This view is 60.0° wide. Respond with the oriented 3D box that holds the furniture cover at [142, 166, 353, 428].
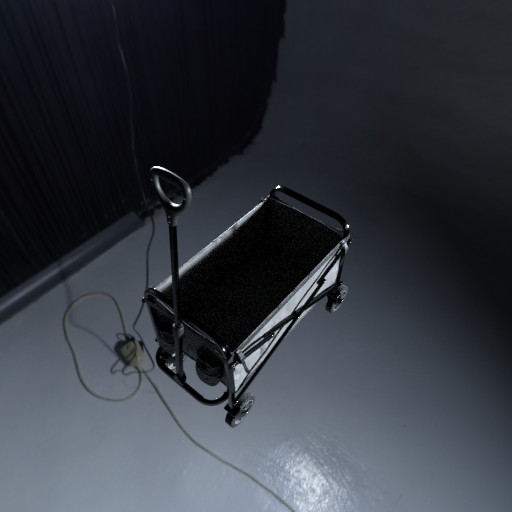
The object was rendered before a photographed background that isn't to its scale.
[{"bbox_3d":[0.000,0.000,1.874,0.532,1.295,1.038,31,55,25],"label":"furniture cover"}]
